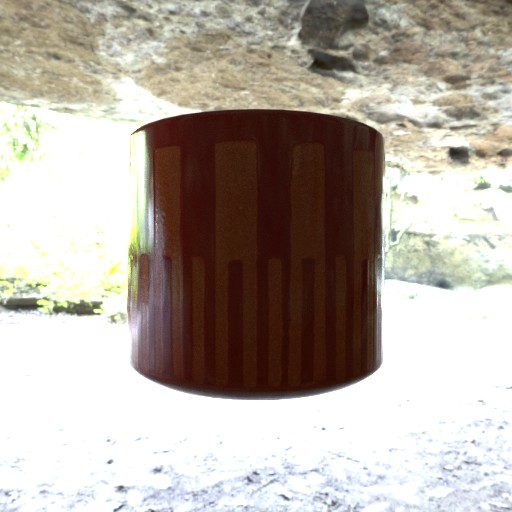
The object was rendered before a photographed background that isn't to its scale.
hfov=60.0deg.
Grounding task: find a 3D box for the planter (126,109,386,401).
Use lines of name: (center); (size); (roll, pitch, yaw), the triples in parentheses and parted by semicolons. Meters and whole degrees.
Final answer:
planter: (0.000, 0.000, 0.410); (0.230, 0.202, 0.230); (0, 1, 0)
